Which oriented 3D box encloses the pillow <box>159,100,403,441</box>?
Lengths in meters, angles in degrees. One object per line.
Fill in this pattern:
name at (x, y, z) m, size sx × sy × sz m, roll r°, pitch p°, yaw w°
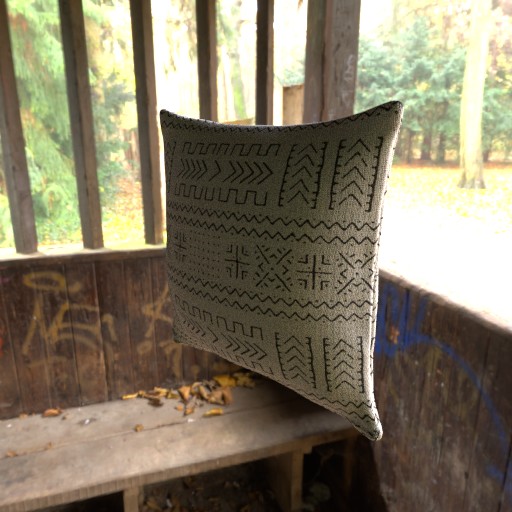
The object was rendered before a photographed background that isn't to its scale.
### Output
pillow at (0.000, 0.000, 0.661) m, size 0.438 × 0.430 × 0.164 m, roll 14°, pitch 21°, yaw 41°
